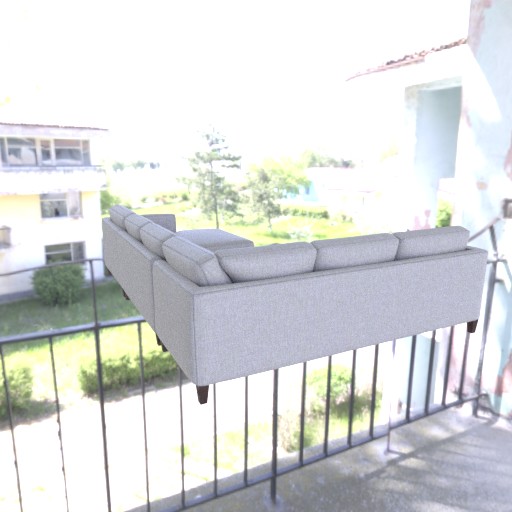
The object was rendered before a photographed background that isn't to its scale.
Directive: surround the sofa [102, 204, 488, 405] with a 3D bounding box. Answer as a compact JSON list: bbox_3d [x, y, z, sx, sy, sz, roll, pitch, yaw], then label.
[{"bbox_3d":[0.000,0.000,4.526,2.551,0.889,3.403,-6,14,-26],"label":"sofa"}]
